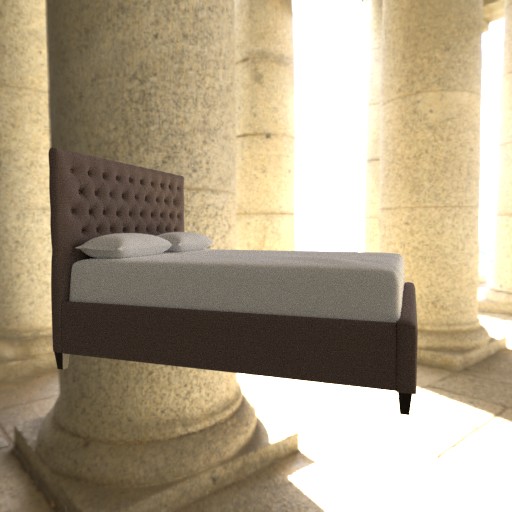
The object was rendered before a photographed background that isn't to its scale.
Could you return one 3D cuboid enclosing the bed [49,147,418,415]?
[{"bbox_3d":[0.000,0.000,3.258,2.233,1.426,1.696,1,4,19],"label":"bed"}]
